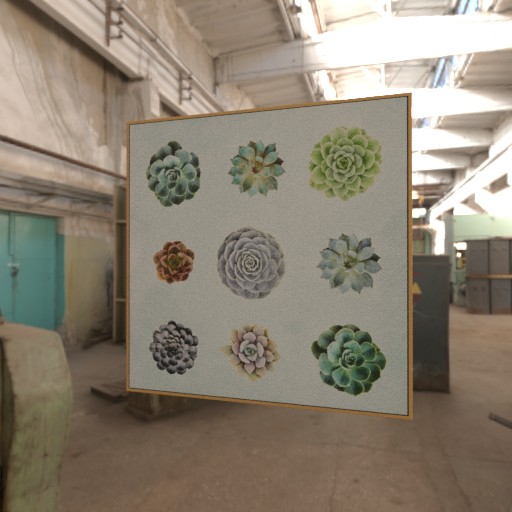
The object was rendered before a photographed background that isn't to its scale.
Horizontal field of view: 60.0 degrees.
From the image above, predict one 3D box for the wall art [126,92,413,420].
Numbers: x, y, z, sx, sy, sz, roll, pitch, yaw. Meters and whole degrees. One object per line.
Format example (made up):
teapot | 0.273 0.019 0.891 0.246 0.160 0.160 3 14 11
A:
wall art | 0.000 0.000 0.988 0.657 0.655 0.014 0 0 17
